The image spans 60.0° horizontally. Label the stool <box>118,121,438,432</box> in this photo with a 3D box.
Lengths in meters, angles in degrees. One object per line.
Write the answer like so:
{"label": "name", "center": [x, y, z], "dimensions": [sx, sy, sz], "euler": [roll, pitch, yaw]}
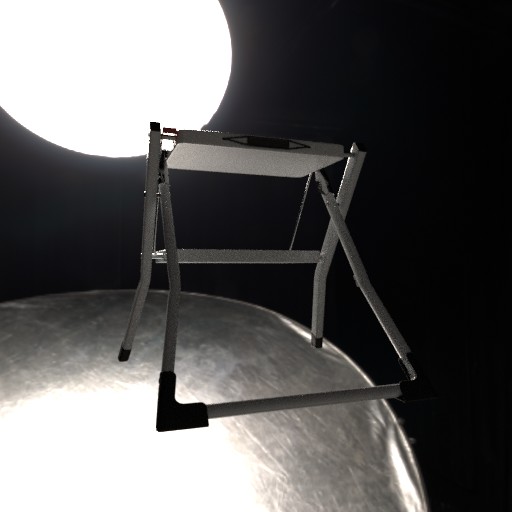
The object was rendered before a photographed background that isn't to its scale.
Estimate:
{"label": "stool", "center": [0.000, 0.000, 0.844], "dimensions": [0.485, 0.445, 0.490], "euler": [0, -1, -19]}
